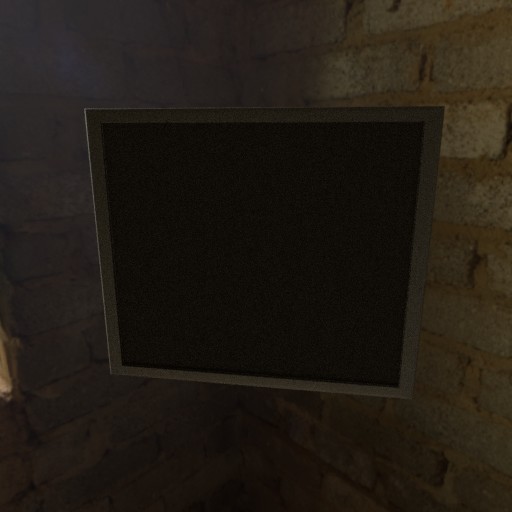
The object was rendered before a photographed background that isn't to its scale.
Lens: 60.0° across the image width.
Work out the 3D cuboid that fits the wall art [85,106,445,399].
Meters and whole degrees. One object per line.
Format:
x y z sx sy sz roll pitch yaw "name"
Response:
0.000 0.000 0.520 0.380 0.330 0.028 2 16 8 "wall art"
